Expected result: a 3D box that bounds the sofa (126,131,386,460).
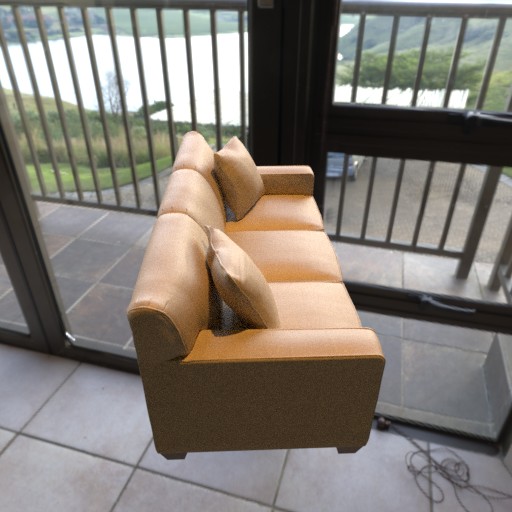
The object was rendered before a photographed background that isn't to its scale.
[{"bbox_3d":[0.000,0.000,2.610,0.997,0.958,2.024,-1,32,-2],"label":"sofa"}]
